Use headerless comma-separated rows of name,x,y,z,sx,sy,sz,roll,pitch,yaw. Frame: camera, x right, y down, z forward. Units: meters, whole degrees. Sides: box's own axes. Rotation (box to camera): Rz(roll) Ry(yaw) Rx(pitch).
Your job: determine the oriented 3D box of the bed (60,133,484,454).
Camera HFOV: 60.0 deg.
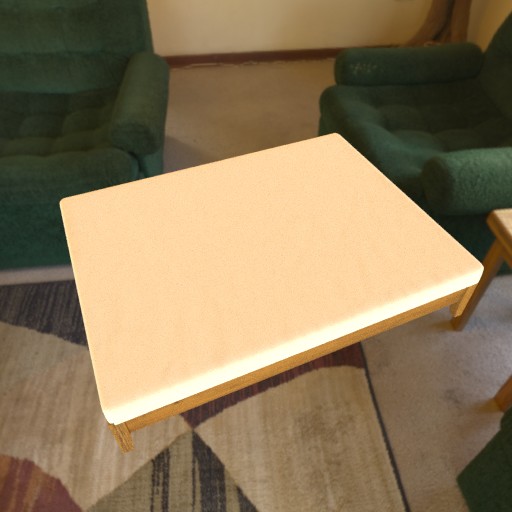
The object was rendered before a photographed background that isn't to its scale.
bed,0.000,0.000,2.691,2.016,0.431,1.536,-17,48,-16
